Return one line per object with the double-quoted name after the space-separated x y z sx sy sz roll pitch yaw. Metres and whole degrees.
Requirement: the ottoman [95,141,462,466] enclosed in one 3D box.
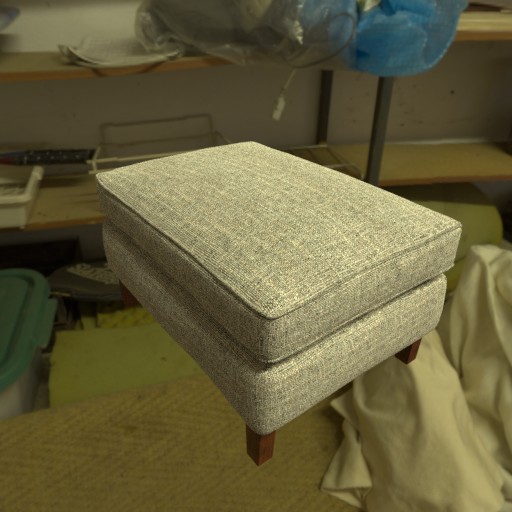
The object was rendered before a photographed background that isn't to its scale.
0.000 0.000 0.995 0.508 0.406 0.686 -21 36 -31 "ottoman"
